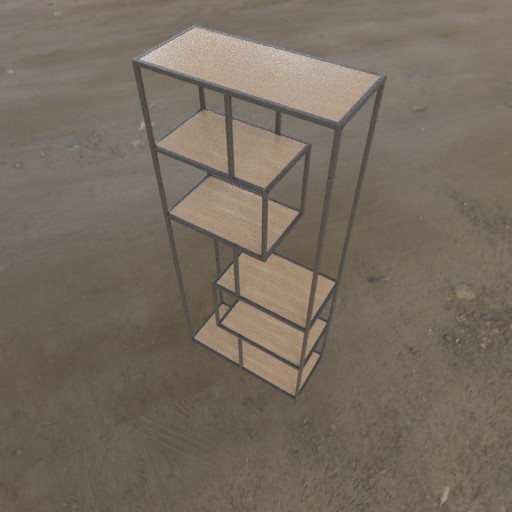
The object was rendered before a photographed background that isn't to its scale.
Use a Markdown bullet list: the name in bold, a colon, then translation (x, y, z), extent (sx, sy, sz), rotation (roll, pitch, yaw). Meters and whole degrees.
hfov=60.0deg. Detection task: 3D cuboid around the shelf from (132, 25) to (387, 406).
- **shelf**: translation (0.000, 0.000, 2.141), extent (0.770, 1.850, 0.350), rotation (25, 53, 21)
